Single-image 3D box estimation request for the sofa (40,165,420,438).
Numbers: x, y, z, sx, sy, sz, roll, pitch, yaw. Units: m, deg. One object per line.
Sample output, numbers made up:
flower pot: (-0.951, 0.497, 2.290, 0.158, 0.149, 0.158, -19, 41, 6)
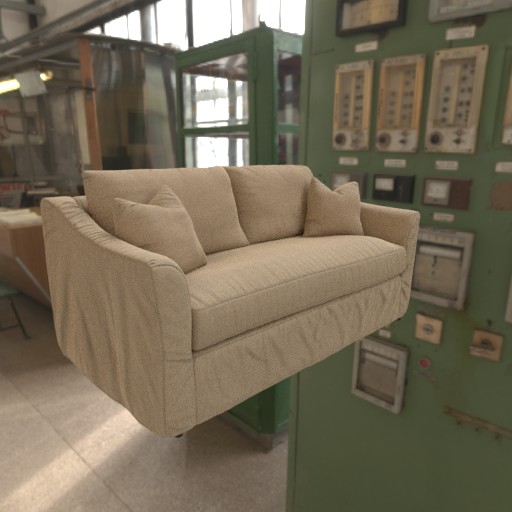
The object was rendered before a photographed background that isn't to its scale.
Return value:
sofa: (0.000, 0.000, 2.586, 2.010, 1.018, 1.072, -13, 19, -43)
